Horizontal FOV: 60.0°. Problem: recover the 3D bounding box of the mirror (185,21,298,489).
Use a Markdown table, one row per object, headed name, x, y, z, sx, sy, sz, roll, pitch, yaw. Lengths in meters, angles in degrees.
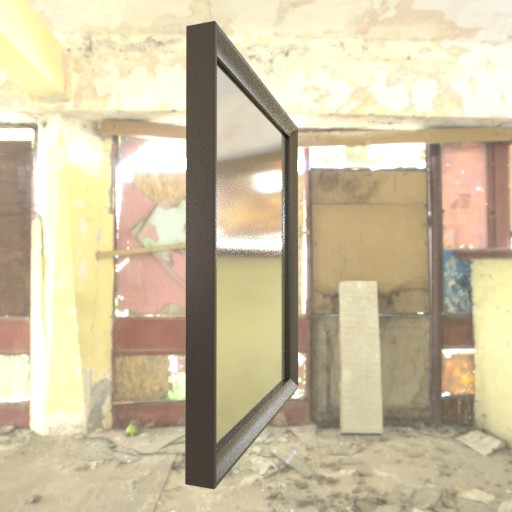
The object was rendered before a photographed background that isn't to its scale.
| name | x | y | z | sx | sy | sz | roll | pitch | yaw |
| --- | --- | --- | --- | --- | --- | --- | --- | --- | --- |
| mirror | 0.000 | 0.000 | 0.679 | 0.041 | 0.509 | 0.406 | 0 | -1 | 18 |
